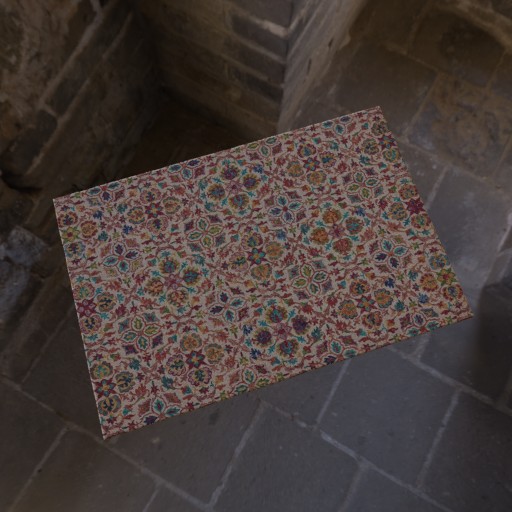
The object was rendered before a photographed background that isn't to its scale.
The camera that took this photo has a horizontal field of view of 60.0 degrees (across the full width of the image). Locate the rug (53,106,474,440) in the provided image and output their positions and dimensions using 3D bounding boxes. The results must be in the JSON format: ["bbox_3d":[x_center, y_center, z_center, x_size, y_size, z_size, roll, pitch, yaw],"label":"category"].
[{"bbox_3d":[0.000,0.000,2.797,2.297,0.018,1.541,-17,75,-5],"label":"rug"}]
